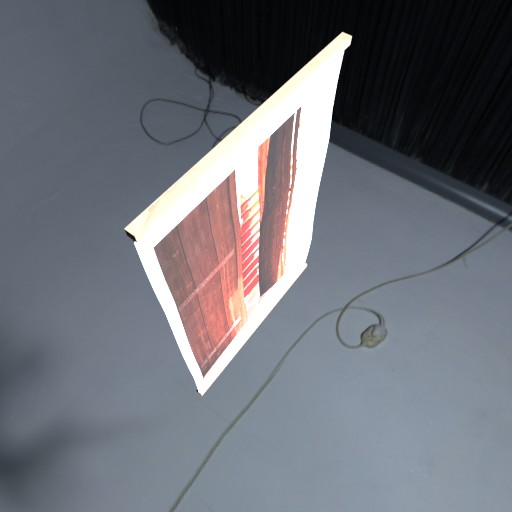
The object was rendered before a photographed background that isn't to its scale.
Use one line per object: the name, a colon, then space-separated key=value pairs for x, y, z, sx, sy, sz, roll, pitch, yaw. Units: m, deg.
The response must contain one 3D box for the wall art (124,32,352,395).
wall art: x=0.000 y=0.000 z=0.638 sx=0.012 sy=0.508 sz=0.332 roll=33 pitch=64 yaw=18
